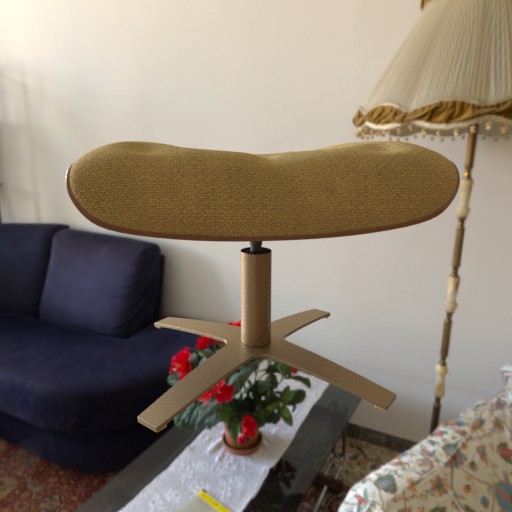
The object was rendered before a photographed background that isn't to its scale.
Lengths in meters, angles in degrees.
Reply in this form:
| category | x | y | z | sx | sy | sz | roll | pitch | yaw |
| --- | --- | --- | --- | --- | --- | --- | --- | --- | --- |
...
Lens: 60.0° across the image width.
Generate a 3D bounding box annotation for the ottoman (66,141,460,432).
| category | x | y | z | sx | sy | sz | roll | pitch | yaw |
| --- | --- | --- | --- | --- | --- | --- | --- | --- | --- |
| ottoman | 0.000 | 0.000 | 0.776 | 0.520 | 0.391 | 0.394 | -2 | 15 | -8 |
